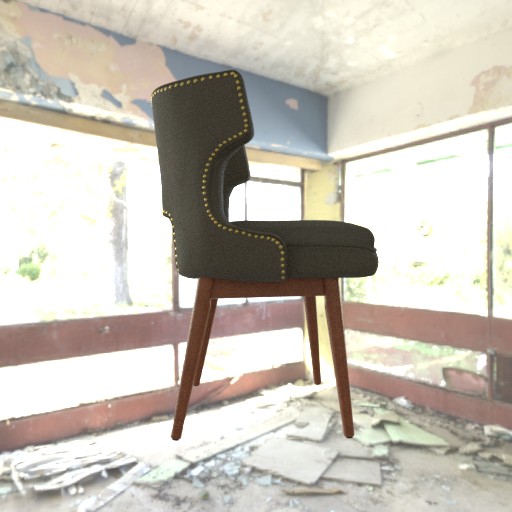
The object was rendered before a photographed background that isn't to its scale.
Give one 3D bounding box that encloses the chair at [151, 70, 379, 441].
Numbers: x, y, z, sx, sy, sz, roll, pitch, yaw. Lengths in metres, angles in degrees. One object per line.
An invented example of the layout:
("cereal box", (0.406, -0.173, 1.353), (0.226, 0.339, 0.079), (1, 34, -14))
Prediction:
("chair", (0.000, 0.000, 1.265), (0.581, 0.863, 0.595), (0, 0, -2))
